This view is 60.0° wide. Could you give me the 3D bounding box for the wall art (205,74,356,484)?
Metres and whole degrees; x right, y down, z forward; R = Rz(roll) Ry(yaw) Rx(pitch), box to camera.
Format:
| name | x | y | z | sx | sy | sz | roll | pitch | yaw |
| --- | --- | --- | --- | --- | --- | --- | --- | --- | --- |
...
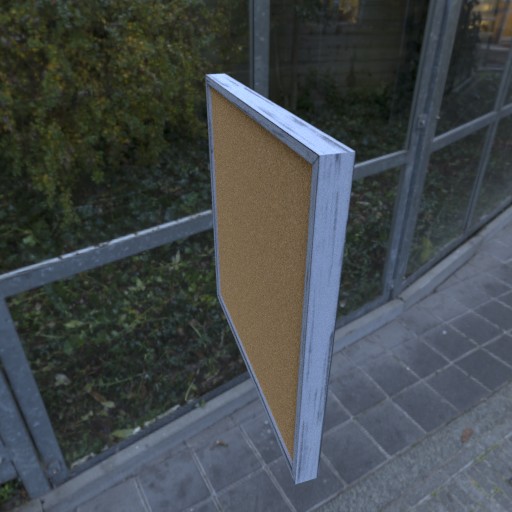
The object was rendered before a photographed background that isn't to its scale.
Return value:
| name | x | y | z | sx | sy | sz | roll | pitch | yaw |
| --- | --- | --- | --- | --- | --- | --- | --- | --- | --- |
| wall art | 0.000 | 0.000 | 0.749 | 0.038 | 0.506 | 0.506 | -9 | 32 | -15 |
